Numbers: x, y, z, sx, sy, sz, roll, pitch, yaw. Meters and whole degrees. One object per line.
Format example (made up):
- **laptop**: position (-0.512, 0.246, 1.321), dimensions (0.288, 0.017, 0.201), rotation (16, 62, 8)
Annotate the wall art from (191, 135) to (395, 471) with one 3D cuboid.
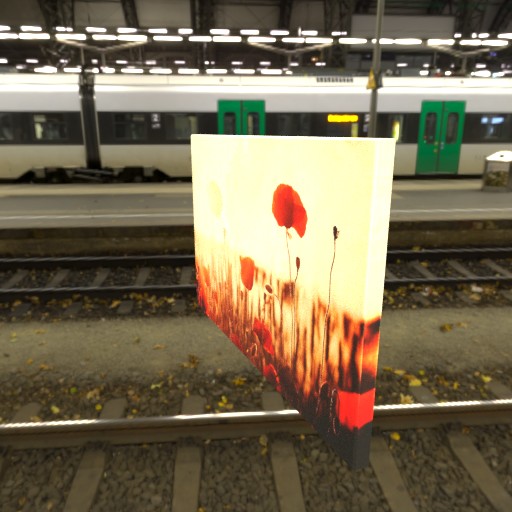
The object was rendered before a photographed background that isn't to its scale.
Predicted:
- **wall art**: position (0.000, 0.000, 1.152), dimensions (0.038, 0.602, 0.918), rotation (-7, 17, -25)
